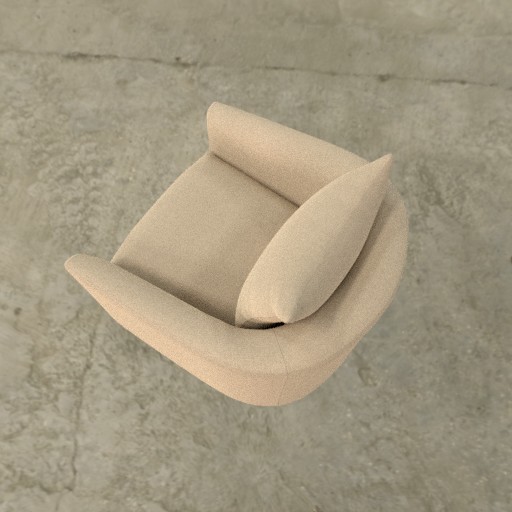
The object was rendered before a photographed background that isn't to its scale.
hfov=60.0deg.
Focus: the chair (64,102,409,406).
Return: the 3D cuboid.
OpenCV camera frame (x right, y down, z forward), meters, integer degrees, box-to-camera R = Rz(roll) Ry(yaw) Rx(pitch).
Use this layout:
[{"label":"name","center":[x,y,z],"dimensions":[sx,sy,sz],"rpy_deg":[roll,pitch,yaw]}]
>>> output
[{"label":"chair","center":[0.000,0.000,1.549],"dimensions":[0.910,0.848,0.845],"rpy_deg":[30,67,14]}]
